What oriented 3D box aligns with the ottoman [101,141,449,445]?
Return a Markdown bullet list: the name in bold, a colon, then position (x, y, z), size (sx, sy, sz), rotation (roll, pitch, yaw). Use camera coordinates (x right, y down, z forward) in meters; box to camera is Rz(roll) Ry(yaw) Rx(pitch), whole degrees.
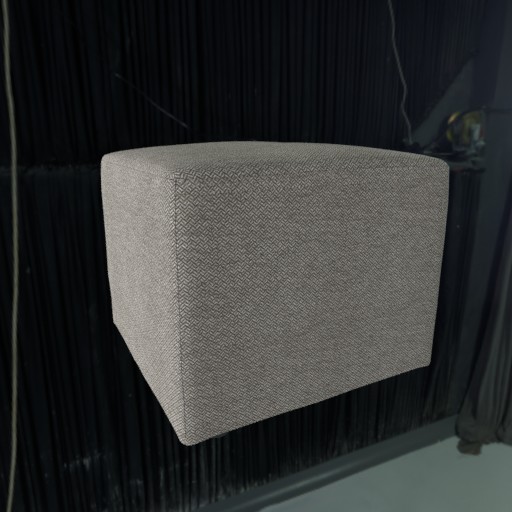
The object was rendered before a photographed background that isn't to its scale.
- **ottoman**: position (0.000, 0.000, 0.910), size (0.512, 0.453, 0.519), rotation (-8, 17, -27)
